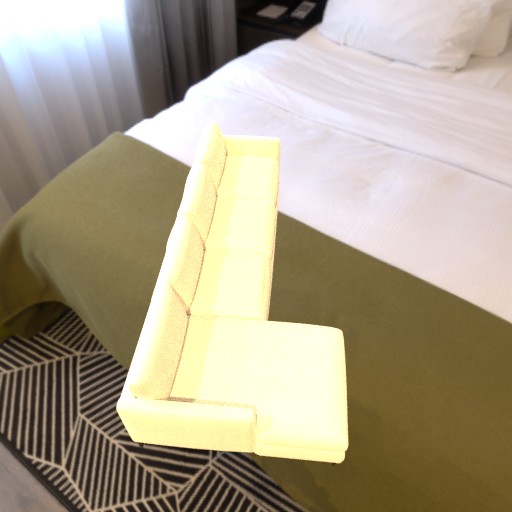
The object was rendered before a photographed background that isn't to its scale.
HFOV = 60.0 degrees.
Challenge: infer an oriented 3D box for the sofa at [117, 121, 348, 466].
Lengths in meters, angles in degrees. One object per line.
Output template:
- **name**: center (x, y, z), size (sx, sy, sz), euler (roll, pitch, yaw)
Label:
- **sofa**: center (0.000, 0.000, 3.881), size (1.467, 0.875, 3.186), euler (4, 47, 3)
